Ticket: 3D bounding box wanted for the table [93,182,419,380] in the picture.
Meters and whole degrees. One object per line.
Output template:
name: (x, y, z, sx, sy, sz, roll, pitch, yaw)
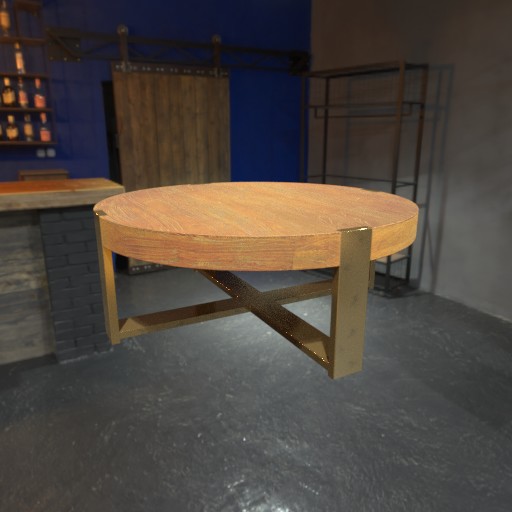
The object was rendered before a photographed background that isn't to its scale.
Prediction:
table: (0.000, 0.000, 1.654, 1.100, 0.420, 1.100, 0, 16, 0)
